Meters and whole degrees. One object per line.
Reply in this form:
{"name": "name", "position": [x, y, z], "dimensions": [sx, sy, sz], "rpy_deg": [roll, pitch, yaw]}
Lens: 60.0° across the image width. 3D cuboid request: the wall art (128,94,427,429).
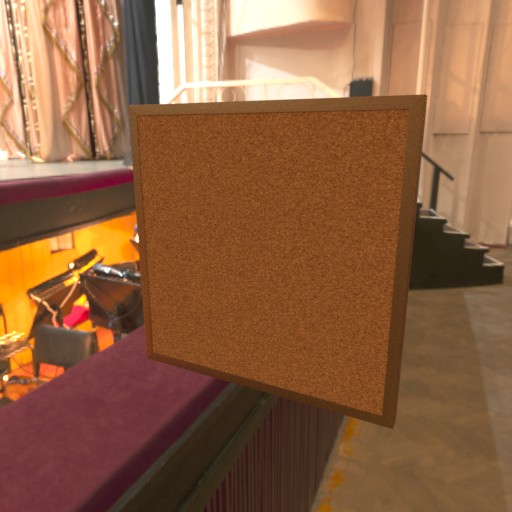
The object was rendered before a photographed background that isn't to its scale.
{"name": "wall art", "position": [0.000, 0.000, 1.158], "dimensions": [0.767, 0.765, 0.036], "rpy_deg": [8, 17, 26]}
